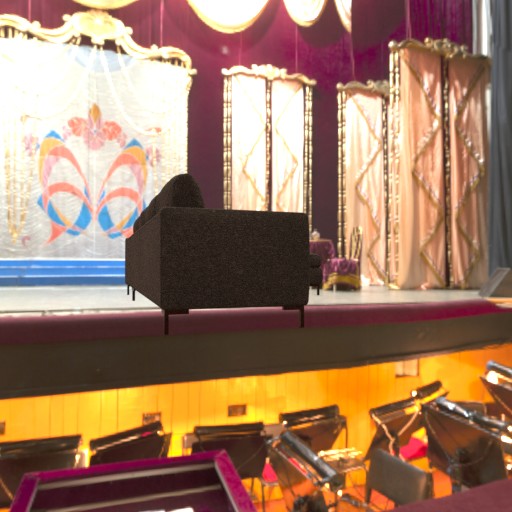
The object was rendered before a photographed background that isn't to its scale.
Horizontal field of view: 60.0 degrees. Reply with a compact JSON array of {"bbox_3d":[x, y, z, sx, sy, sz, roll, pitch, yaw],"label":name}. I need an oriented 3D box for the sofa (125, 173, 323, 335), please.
[{"bbox_3d":[0.000,0.000,3.810,2.007,0.815,2.949,0,-1,-20],"label":"sofa"}]
